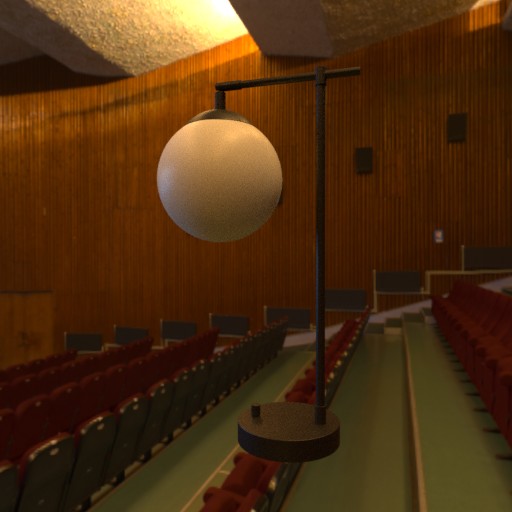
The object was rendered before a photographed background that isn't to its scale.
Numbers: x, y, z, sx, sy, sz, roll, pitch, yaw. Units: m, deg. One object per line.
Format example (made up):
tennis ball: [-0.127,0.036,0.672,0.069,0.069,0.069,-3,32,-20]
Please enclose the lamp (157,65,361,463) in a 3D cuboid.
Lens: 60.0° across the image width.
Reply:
lamp: [0.000,0.000,0.690,0.316,0.559,0.197,0,1,17]
